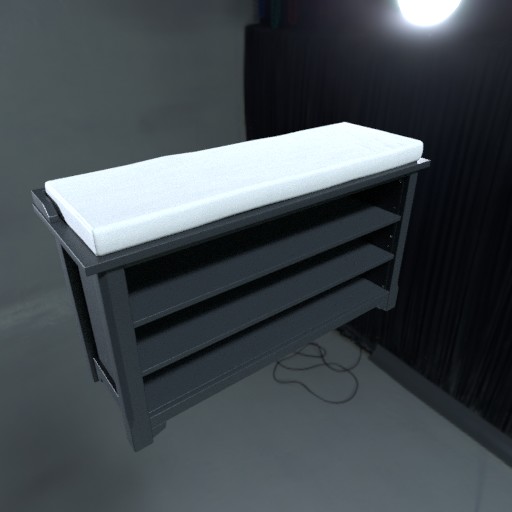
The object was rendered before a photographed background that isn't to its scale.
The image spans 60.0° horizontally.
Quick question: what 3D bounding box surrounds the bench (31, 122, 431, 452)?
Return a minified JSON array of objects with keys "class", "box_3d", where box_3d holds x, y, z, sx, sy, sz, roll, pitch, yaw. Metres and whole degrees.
[{"class":"bench","box_3d":[0.000,0.000,1.218,0.973,0.561,0.345,-20,35,-32]}]
